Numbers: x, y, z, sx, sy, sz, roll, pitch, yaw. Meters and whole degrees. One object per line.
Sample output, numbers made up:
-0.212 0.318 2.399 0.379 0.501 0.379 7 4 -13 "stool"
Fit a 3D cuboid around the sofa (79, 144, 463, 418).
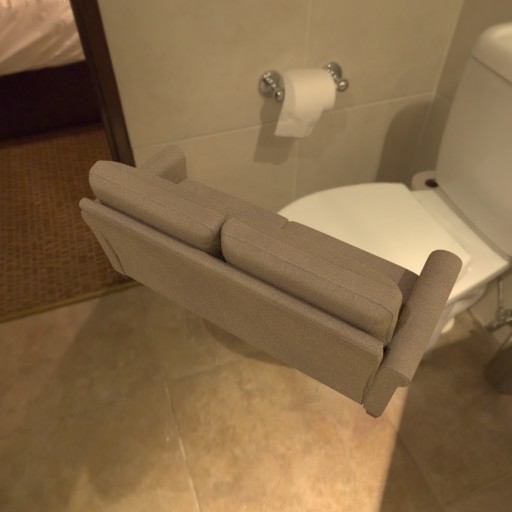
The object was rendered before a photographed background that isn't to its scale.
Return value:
0.000 0.000 2.426 1.935 0.942 0.842 25 52 22 "sofa"
